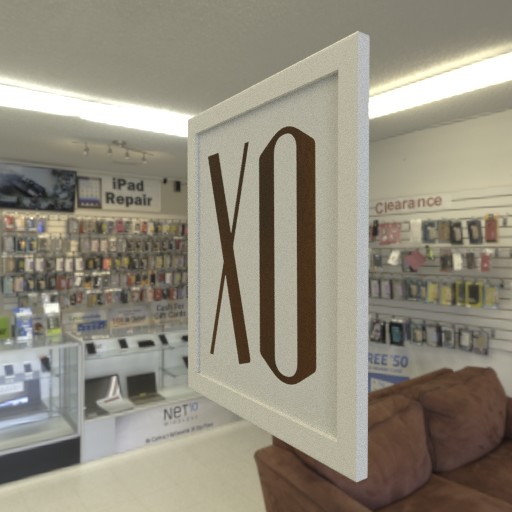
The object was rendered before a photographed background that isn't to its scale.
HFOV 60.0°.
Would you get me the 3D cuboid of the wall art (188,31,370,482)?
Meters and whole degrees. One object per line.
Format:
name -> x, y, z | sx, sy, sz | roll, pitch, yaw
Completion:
wall art -> 0.000, 0.000, 0.712 | 0.020, 0.536, 0.444 | -1, 1, -35
